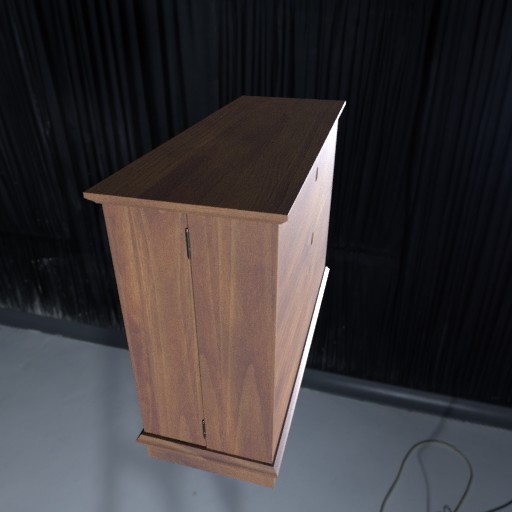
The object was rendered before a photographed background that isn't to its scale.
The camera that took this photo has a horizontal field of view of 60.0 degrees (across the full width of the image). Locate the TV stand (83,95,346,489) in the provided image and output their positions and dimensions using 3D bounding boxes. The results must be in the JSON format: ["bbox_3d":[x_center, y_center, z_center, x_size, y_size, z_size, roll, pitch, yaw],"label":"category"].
[{"bbox_3d":[0.000,0.000,1.464,0.406,0.813,1.067,8,31,13],"label":"TV stand"}]
